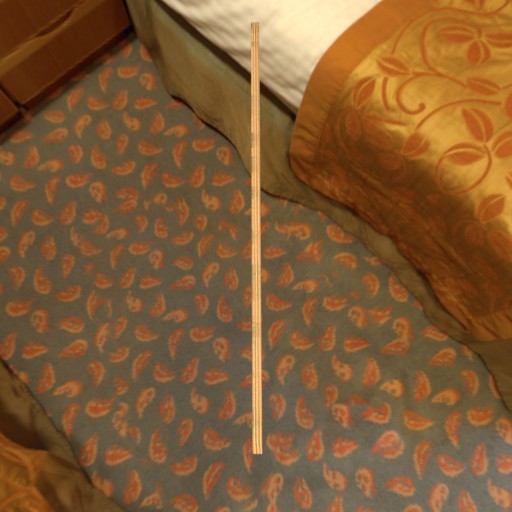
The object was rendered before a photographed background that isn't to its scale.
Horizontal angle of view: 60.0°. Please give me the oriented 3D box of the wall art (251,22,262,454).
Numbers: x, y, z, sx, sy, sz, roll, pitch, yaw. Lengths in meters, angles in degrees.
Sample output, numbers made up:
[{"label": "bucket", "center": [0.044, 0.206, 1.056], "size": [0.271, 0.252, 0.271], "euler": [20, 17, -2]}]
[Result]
[{"label": "wall art", "center": [0.000, 0.000, 0.696], "size": [0.010, 0.408, 0.508], "euler": [0, 75, 0]}]
